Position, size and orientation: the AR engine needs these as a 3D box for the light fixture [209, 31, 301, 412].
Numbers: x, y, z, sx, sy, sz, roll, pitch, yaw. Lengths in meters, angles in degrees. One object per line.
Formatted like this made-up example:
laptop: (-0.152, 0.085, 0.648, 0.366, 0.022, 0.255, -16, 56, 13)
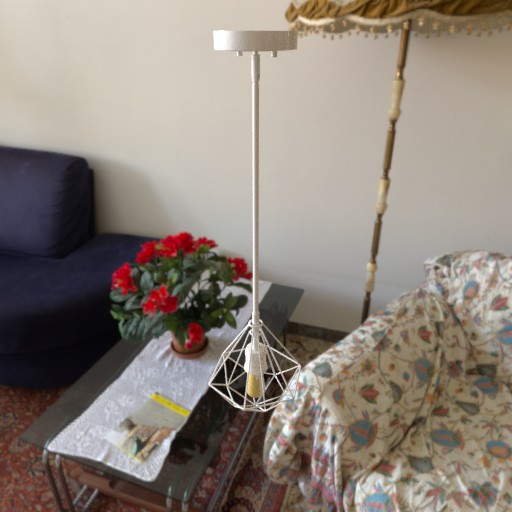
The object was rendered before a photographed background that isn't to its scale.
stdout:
light fixture: (0.000, 0.000, 1.949, 0.487, 1.764, 0.431, -8, 28, -15)
